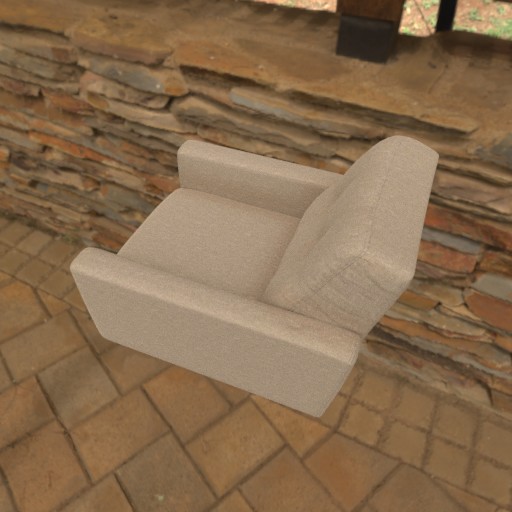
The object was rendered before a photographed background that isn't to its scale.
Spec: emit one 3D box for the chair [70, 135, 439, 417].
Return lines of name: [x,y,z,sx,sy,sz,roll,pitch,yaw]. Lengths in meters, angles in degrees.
chair: [0.000,0.000,1.804,1.128,0.965,0.897,16,48,15]
